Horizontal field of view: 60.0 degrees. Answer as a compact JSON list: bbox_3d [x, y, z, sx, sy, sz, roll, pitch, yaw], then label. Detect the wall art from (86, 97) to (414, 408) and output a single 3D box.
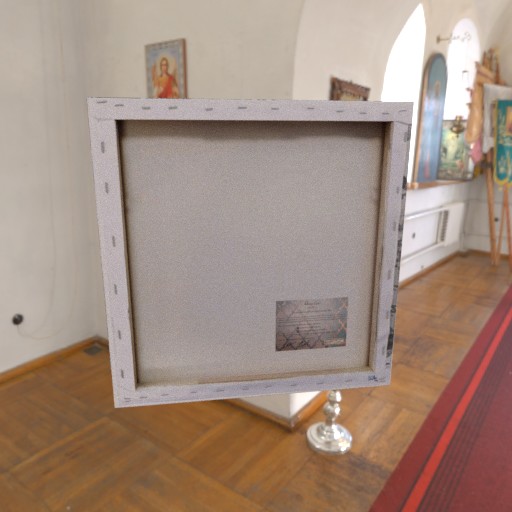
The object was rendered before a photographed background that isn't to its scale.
[{"bbox_3d":[0.000,0.000,0.461,0.302,0.306,0.038,-2,15,-8],"label":"wall art"}]
